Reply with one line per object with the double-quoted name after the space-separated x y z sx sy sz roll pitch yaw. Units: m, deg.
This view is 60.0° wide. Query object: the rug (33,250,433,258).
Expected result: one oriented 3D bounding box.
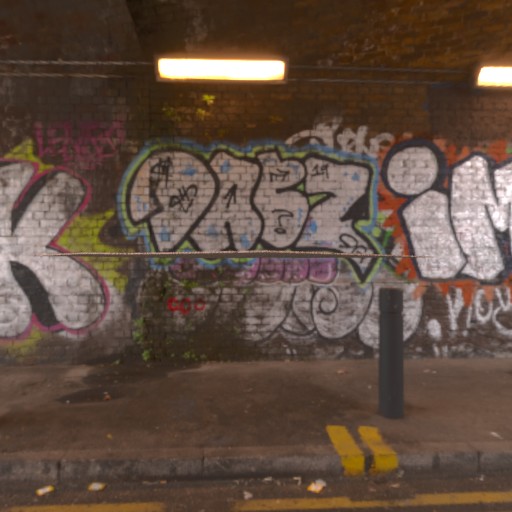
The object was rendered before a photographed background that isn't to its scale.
0.000 0.000 4.226 2.430 0.030 3.054 -1 -1 37 "rug"
